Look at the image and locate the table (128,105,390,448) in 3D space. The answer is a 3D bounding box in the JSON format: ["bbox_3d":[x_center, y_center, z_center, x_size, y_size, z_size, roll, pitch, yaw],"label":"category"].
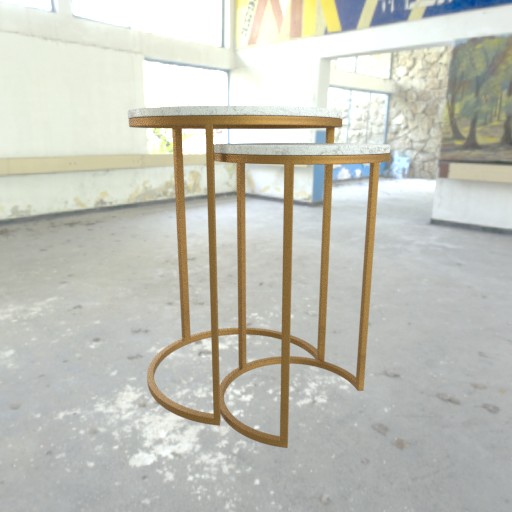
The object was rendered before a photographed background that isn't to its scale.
[{"bbox_3d":[0.000,0.000,0.885,0.507,0.550,0.400,14,21,42],"label":"table"}]
